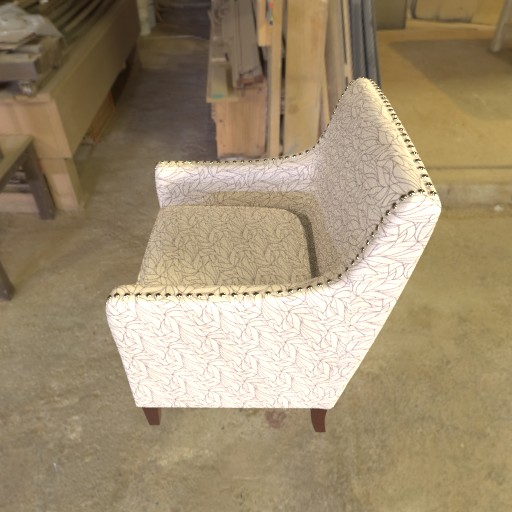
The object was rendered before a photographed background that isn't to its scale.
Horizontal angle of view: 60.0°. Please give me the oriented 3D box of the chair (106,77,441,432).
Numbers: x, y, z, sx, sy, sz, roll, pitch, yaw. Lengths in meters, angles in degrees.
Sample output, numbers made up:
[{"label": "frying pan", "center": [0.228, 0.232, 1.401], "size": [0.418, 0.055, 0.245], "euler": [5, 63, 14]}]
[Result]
[{"label": "chair", "center": [0.000, 0.000, 1.238], "size": [0.651, 0.816, 0.623], "euler": [0, 40, 0]}]
